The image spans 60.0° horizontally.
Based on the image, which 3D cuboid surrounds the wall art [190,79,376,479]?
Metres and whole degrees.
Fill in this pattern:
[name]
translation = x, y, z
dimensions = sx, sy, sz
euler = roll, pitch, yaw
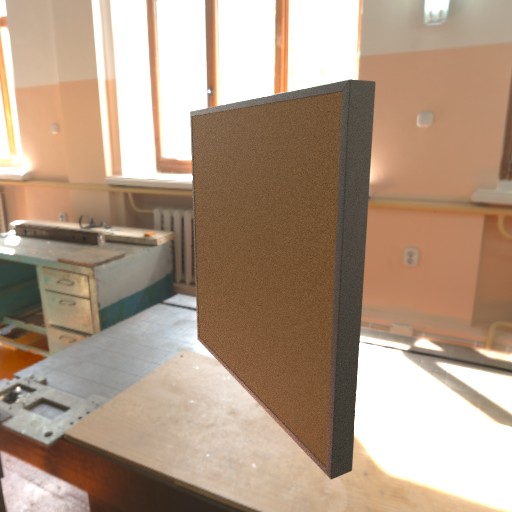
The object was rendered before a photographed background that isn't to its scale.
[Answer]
[wall art]
translation = 0.000, 0.000, 0.525
dimensions = 0.028, 0.349, 0.349
euler = -7, 16, -27
